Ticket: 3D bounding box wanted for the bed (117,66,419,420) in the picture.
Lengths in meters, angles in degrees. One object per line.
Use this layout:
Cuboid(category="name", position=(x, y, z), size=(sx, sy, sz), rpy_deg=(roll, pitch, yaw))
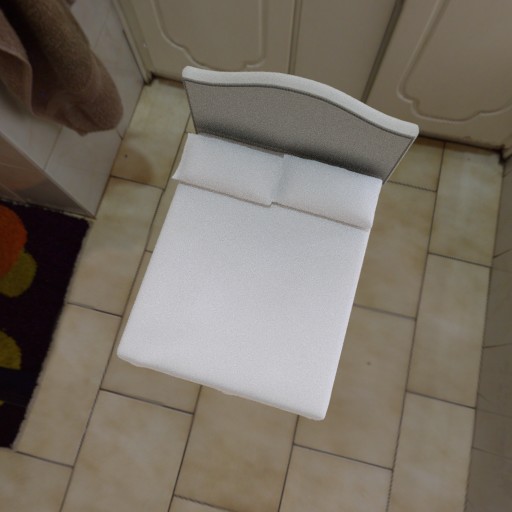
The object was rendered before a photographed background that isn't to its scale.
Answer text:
Cuboid(category="bed", position=(0.000, 0.000, 3.468), size=(1.813, 1.607, 2.180), rpy_deg=(16, 76, 4))
